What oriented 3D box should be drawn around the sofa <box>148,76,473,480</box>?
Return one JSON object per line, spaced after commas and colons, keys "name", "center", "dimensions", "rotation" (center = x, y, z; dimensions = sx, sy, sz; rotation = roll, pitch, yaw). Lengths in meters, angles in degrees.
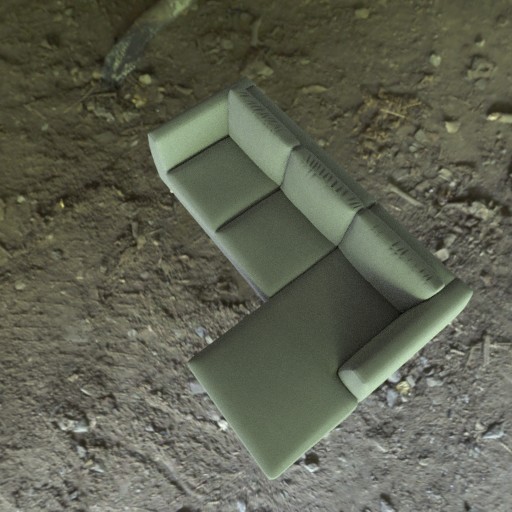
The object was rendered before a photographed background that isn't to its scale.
{"name": "sofa", "center": [0.000, 0.000, 3.037], "dimensions": [1.580, 0.860, 2.300], "rotation": [-35, 70, -15]}
